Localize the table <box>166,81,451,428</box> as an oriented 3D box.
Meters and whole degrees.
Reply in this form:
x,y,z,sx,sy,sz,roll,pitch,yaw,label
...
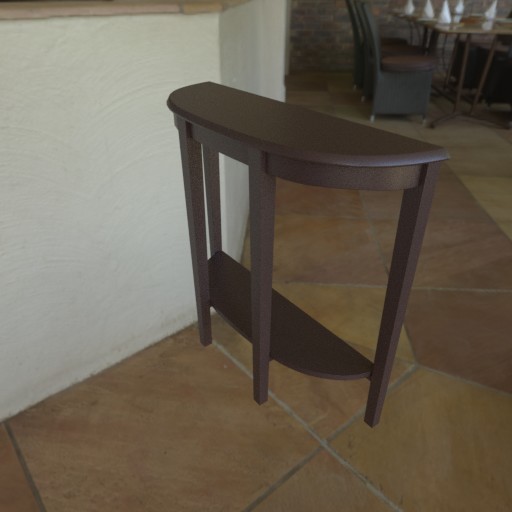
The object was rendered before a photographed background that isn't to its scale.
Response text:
x,y,z,sx,sy,sz,roll,pitch,yaw,label
0.000,0.000,1.319,0.274,0.831,0.909,-21,38,-31,table
